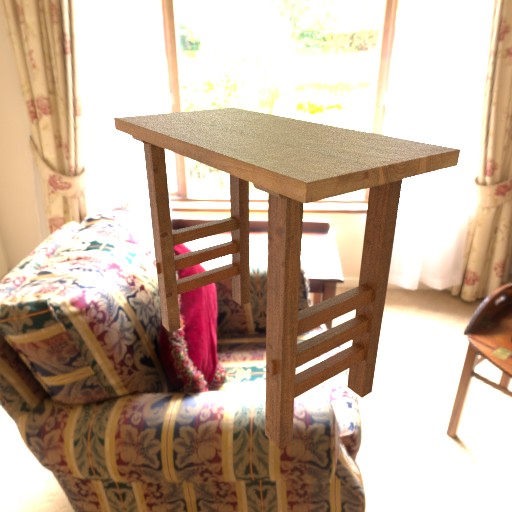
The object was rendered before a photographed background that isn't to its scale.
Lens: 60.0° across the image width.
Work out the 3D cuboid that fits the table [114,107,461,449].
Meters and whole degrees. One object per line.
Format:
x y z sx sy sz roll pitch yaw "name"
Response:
0.000 0.000 1.654 0.556 0.914 1.119 -17 30 -32 "table"
